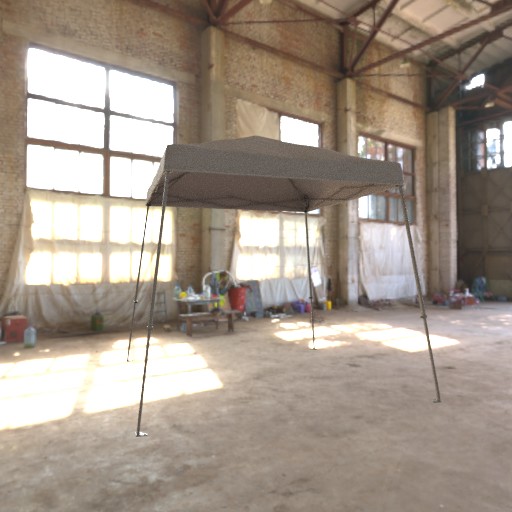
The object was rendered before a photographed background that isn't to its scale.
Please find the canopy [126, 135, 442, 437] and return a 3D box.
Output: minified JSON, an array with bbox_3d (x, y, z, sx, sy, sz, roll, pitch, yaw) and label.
[{"bbox_3d":[0.000,0.000,5.218,2.848,2.849,2.849,0,-1,-18],"label":"canopy"}]
